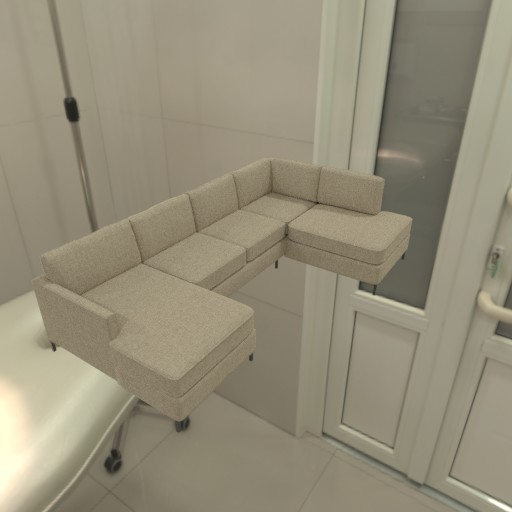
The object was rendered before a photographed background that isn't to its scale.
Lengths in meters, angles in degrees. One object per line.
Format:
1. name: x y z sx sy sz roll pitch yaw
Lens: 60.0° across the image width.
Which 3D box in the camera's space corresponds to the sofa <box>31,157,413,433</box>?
1. sofa: 0.000 0.000 4.321 2.021 0.996 3.423 18 34 30
